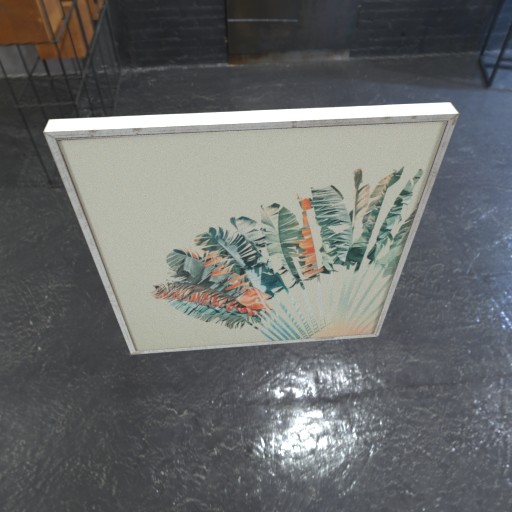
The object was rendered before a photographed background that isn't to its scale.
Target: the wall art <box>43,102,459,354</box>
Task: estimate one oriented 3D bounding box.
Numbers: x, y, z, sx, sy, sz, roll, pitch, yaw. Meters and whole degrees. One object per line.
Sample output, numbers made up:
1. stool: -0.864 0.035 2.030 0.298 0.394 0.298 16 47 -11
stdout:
1. wall art: 0.000 0.000 0.734 0.508 0.506 0.029 -4 47 -3
